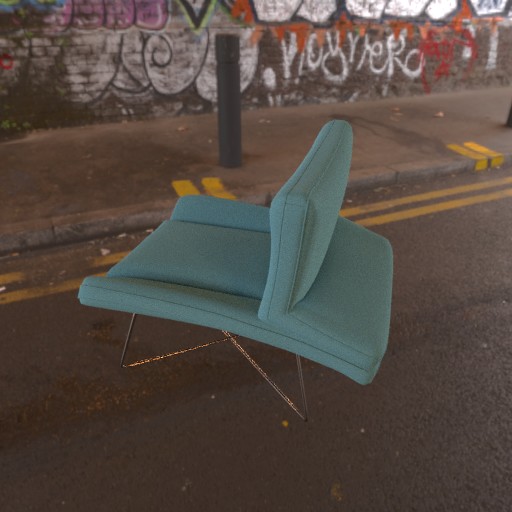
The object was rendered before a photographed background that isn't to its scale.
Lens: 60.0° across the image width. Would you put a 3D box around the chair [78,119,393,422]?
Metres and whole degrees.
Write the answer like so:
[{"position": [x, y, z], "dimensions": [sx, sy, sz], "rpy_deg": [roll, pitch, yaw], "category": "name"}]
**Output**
[{"position": [0.000, 0.000, 1.660], "dimensions": [1.008, 0.855, 0.859], "rpy_deg": [9, 31, 14], "category": "chair"}]
